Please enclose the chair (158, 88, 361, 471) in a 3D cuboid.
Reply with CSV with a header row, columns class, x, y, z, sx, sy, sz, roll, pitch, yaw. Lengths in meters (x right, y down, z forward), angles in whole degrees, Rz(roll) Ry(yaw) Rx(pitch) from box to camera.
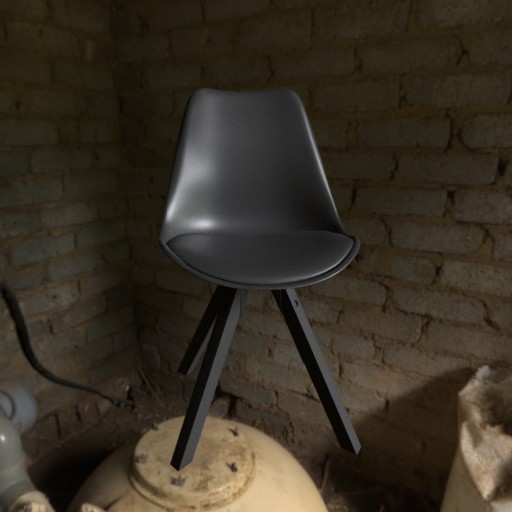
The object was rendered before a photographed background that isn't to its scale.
class,x,y,z,sx,sy,sz,roll,pitch,yaw
chair,0.000,0.000,1.137,0.485,0.850,0.530,-2,16,-7
